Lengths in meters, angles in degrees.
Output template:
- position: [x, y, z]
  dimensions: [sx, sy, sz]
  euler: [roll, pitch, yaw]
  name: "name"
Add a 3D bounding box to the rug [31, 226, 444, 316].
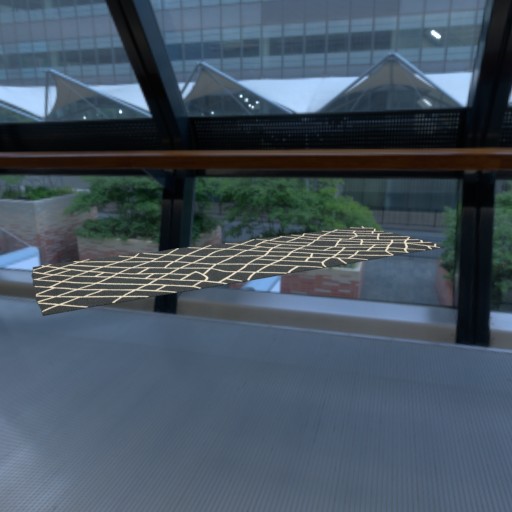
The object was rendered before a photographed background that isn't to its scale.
- position: [0.000, 0.000, 2.734]
  dimensions: [2.476, 0.010, 0.807]
  euler: [-8, 17, -28]
  name: "rug"
